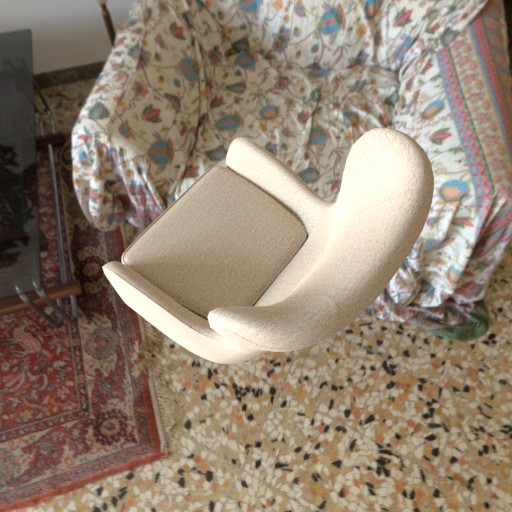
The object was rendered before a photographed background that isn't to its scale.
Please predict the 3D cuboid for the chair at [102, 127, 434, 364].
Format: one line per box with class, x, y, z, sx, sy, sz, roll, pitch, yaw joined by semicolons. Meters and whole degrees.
chair;0.000;0.000;1.770;0.984;1.064;0.861;34;66;17
